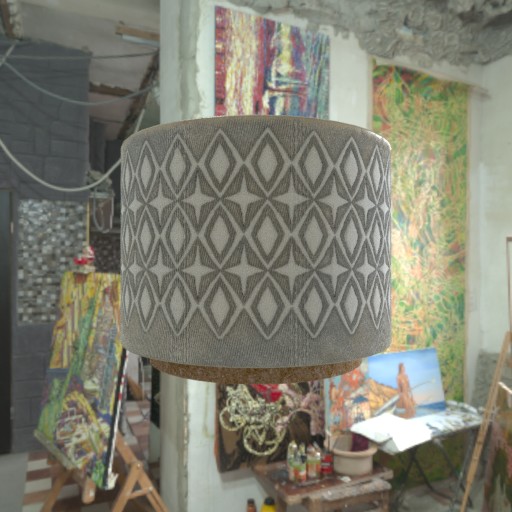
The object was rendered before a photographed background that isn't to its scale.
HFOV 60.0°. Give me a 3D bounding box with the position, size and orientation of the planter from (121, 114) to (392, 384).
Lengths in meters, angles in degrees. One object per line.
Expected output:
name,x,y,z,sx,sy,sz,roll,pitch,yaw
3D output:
planter,0.000,0.000,0.281,0.164,0.127,0.164,0,0,0
